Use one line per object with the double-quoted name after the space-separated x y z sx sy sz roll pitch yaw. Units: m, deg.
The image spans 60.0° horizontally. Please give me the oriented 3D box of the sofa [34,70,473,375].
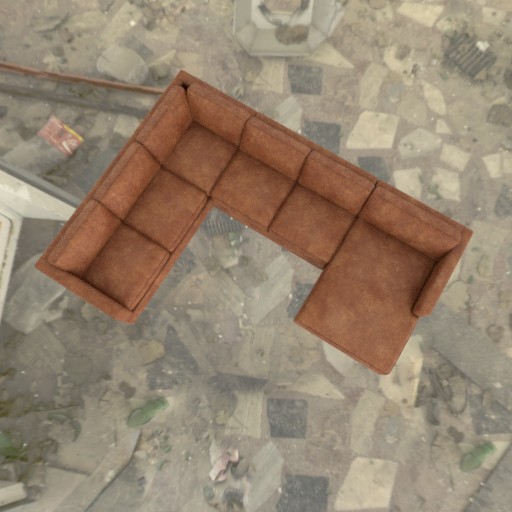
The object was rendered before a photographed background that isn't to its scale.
0.000 0.000 4.410 3.324 0.888 2.452 31 79 7 "sofa"
